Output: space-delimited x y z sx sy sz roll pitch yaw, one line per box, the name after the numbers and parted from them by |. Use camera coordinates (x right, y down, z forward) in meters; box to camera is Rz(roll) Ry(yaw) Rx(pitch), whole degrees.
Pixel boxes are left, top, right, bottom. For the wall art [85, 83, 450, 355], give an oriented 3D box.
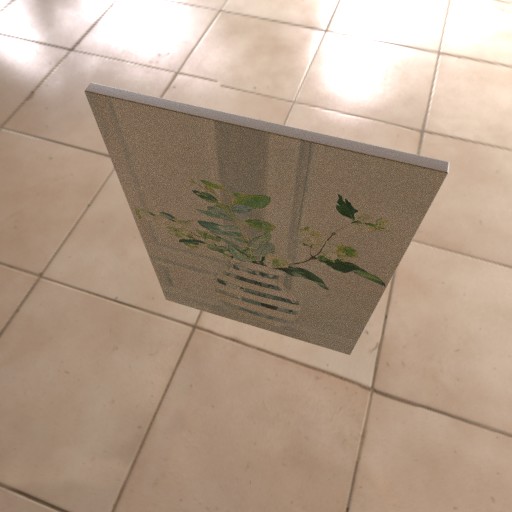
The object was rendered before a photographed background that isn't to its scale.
0.000 0.000 1.587 0.914 1.212 0.038 15 60 9 | wall art
